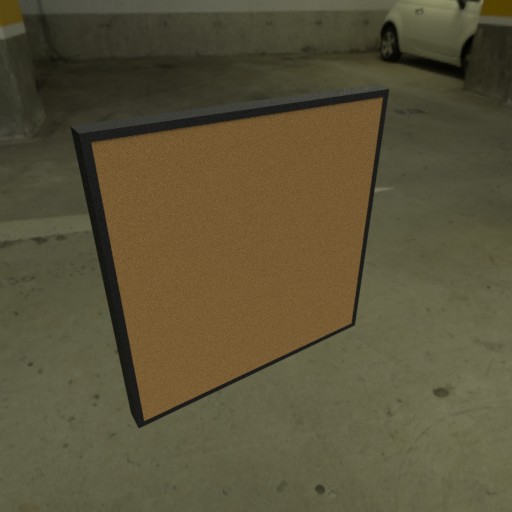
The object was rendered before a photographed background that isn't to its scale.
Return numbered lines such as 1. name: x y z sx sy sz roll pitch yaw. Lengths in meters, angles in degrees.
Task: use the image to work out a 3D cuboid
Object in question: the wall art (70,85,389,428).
1. wall art: 0.000 0.000 0.769 0.509 0.509 0.040 -18 35 -28
